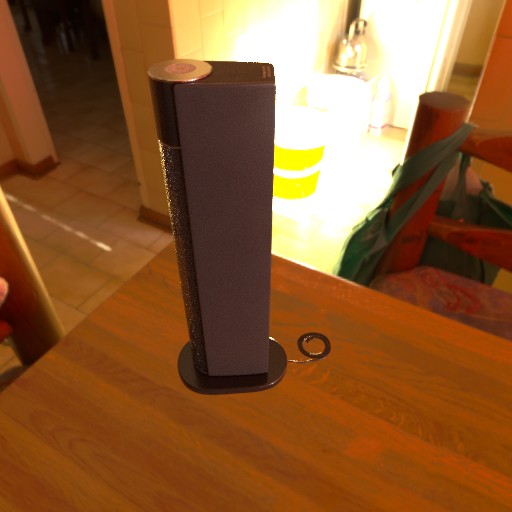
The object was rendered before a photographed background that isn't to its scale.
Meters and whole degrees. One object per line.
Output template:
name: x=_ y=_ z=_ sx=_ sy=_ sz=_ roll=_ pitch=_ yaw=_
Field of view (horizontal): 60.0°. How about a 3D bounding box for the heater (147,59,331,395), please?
heater: x=0.000 y=0.000 z=1.040 sx=0.458 sy=0.856 sz=0.214 roll=0 pitch=41 yaw=0
